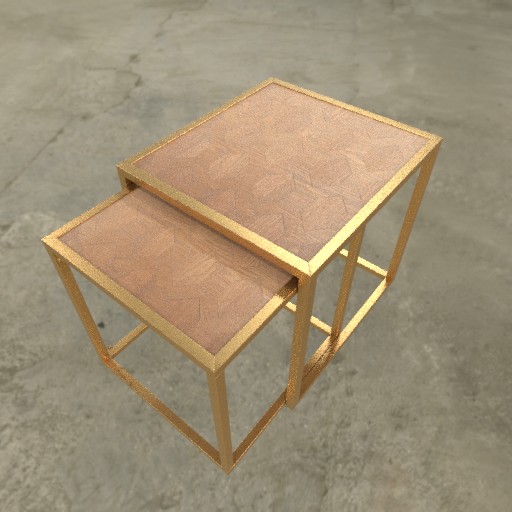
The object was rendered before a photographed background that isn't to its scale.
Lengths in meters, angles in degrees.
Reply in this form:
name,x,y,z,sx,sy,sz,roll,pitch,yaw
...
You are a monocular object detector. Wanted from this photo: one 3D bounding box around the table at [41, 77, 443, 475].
name,x,y,z,sx,sy,sz,roll,pitch,yaw
table,0.000,0.000,1.111,0.505,0.505,0.762,30,53,26
